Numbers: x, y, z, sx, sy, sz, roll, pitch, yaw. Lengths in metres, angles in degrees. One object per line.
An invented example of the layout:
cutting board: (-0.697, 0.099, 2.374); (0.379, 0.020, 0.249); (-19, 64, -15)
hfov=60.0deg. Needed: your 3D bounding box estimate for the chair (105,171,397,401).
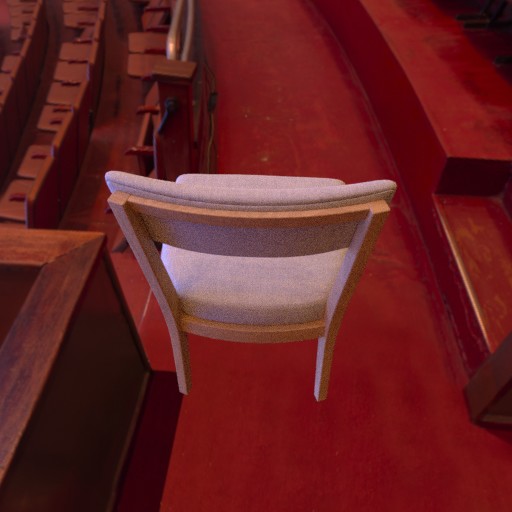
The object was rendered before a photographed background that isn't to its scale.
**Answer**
chair: (0.000, 0.000, 1.172); (0.508, 0.832, 0.572); (2, 46, 2)
